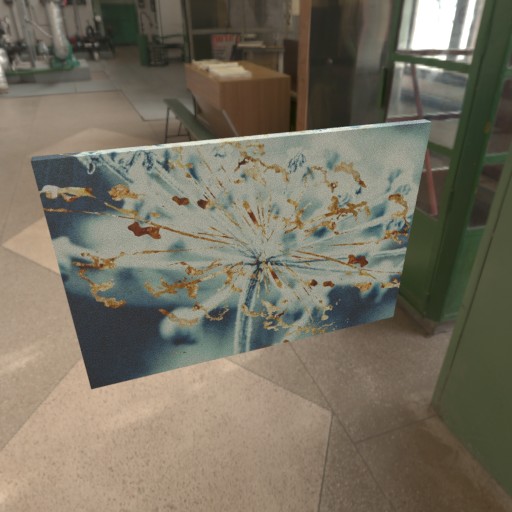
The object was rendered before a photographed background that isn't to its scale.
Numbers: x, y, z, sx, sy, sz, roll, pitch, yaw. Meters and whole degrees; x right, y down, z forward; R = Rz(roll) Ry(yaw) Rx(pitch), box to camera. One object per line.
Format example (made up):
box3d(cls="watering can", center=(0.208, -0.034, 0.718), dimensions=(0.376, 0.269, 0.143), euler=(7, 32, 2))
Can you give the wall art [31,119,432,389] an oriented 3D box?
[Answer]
box3d(cls="wall art", center=(0.000, 0.000, 1.414), dimensions=(1.138, 0.759, 0.035), euler=(-10, 32, -17))
